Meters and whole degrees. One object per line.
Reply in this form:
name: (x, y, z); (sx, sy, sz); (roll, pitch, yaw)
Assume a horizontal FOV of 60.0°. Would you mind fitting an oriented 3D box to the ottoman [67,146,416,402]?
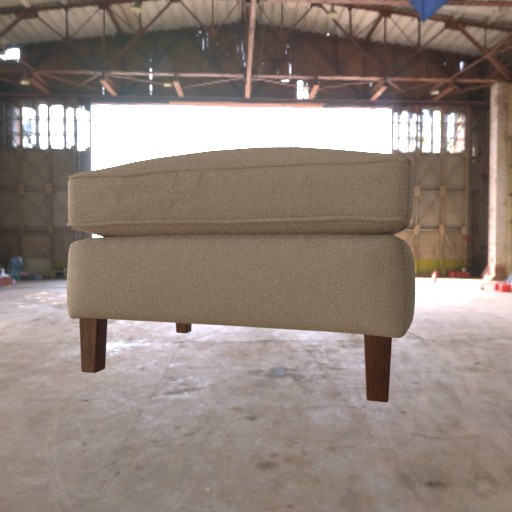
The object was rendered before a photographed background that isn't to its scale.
ottoman: (0.000, 0.000, 0.998); (0.665, 0.456, 0.501); (0, 2, 17)
